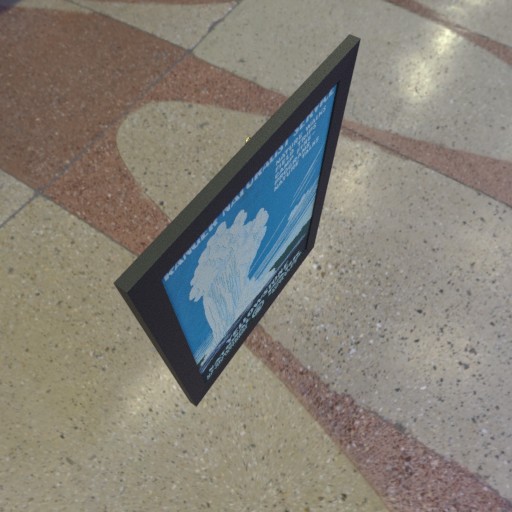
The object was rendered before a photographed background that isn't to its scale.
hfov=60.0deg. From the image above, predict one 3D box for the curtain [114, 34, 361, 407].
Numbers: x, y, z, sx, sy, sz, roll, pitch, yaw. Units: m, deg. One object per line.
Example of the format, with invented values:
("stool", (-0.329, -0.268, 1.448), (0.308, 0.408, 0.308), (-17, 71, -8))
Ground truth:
("curtain", (0.000, 0.000, 0.793), (0.027, 0.585, 0.483), (31, 65, 16))
